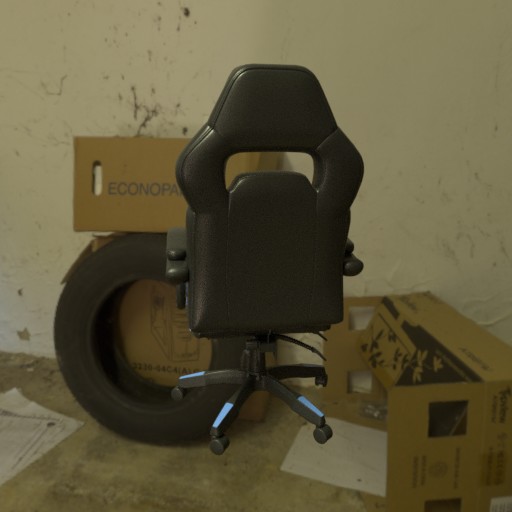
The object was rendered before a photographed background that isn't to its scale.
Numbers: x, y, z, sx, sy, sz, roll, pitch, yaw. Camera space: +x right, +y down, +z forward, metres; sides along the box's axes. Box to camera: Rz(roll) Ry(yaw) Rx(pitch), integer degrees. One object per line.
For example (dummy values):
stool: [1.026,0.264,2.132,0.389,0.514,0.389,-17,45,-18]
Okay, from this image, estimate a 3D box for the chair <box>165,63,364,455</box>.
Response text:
chair: [0.000,0.000,1.710,0.700,1.280,0.700,-2,14,-9]
